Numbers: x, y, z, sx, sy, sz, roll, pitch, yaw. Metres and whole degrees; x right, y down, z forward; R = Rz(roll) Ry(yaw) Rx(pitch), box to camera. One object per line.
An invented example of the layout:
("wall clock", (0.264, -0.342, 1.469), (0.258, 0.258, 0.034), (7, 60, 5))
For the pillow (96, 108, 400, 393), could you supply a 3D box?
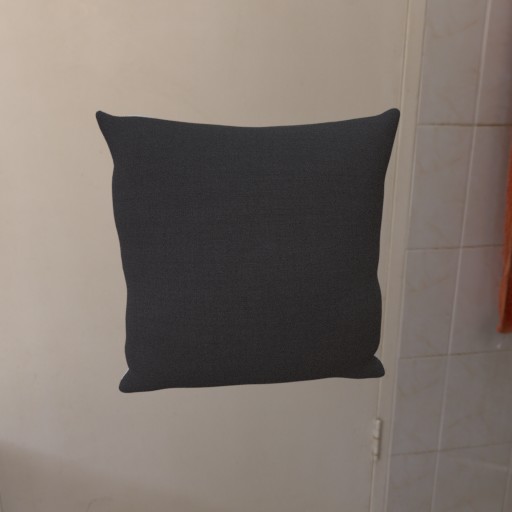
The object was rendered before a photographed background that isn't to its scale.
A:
("pillow", (0.000, 0.000, 0.777), (0.503, 0.496, 0.208), (-2, 14, -6))
